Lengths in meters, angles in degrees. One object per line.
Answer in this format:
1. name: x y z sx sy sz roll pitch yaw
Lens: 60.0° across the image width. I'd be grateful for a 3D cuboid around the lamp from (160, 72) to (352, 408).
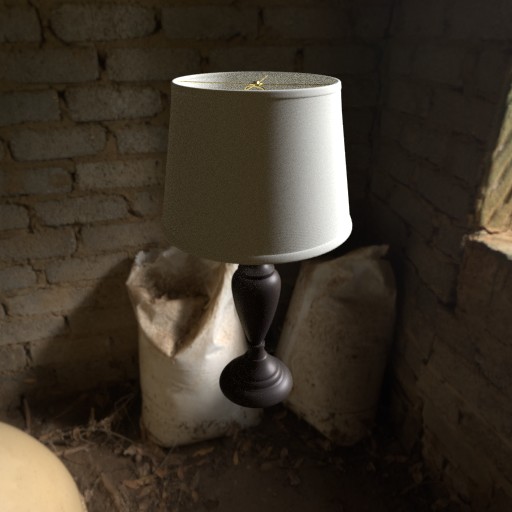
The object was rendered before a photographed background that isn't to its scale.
1. lamp: 0.000 0.000 0.822 0.335 0.611 0.335 0 28 0
